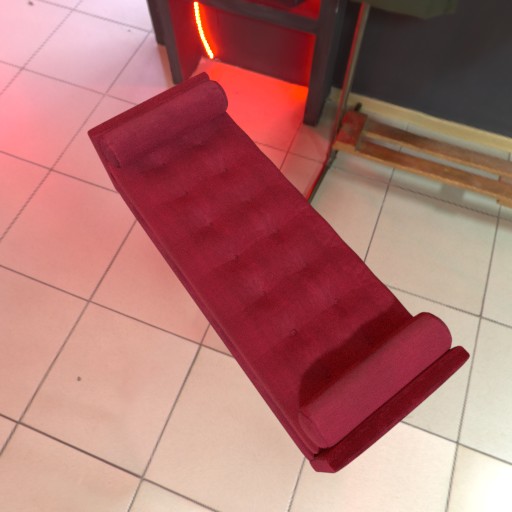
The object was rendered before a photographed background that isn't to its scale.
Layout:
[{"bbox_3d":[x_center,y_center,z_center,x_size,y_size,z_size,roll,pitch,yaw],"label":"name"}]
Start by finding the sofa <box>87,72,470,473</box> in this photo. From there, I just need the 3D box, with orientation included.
[{"bbox_3d":[0.000,0.000,2.412,0.796,0.705,2.102,-33,69,-15],"label":"sofa"}]
